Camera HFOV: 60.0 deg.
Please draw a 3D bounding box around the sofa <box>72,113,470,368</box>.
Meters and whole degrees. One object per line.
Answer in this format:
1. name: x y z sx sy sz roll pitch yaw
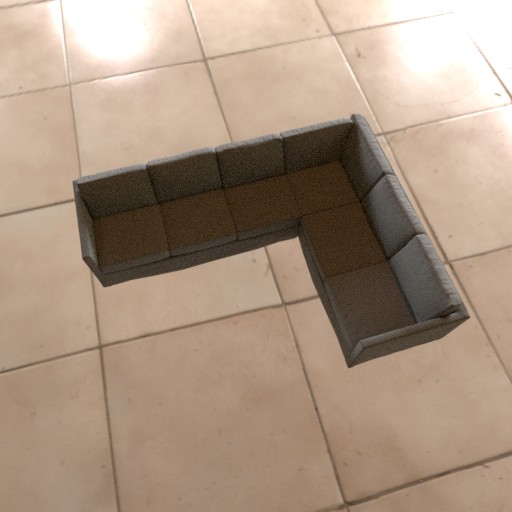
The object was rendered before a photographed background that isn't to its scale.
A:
1. sofa: 0.000 0.000 4.365 3.182 0.871 2.432 -15 65 -7
